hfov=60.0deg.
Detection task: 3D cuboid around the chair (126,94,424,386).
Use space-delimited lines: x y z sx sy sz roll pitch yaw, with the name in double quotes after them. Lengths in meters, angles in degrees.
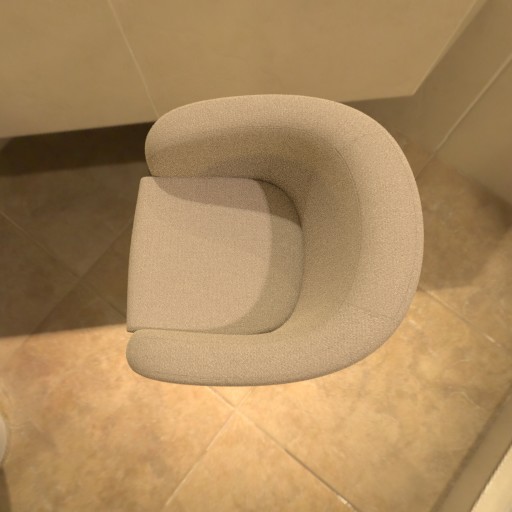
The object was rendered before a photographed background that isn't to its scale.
0.000 0.000 1.428 0.815 0.771 0.791 1 76 0 "chair"
